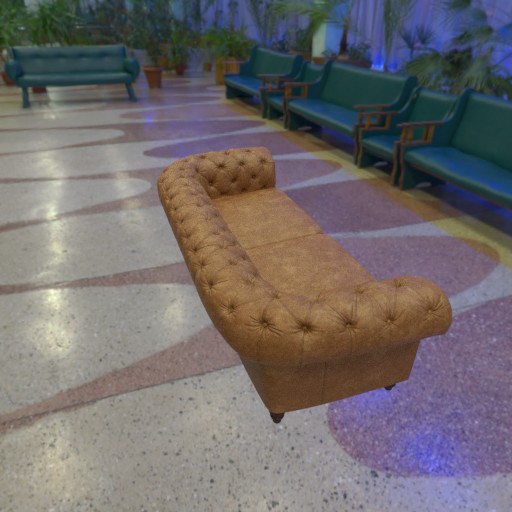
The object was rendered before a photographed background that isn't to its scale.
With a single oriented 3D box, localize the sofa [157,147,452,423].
[{"bbox_3d":[0.000,0.000,2.814,0.989,0.760,2.365,-10,32,-17],"label":"sofa"}]
